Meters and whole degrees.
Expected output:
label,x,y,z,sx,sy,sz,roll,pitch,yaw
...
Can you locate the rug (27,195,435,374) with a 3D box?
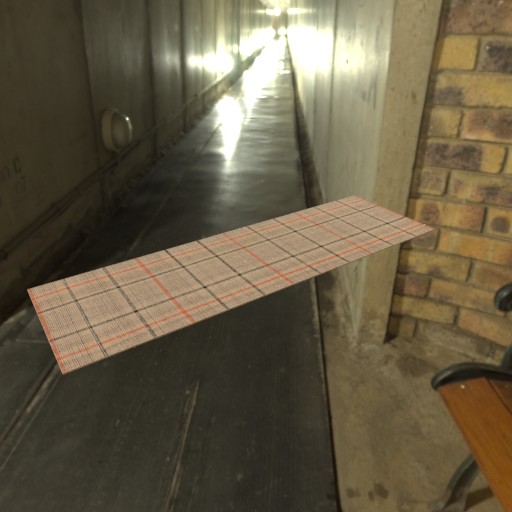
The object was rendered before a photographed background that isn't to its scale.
label,x,y,z,sx,sy,sz,roll,pitch,yaw
rug,0.000,0.000,2.696,2.439,0.008,0.762,-18,34,-30
